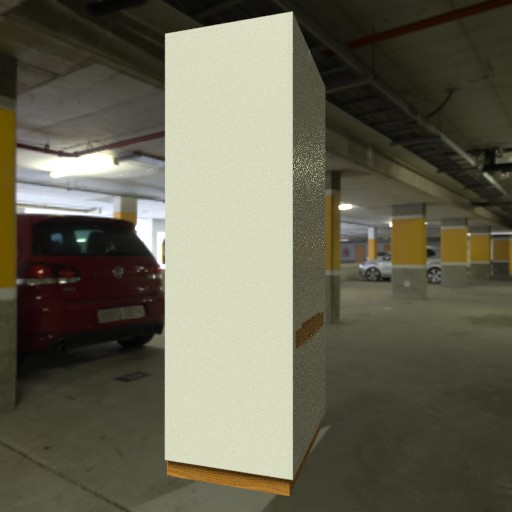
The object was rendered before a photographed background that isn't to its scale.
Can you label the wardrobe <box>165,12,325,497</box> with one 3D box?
[{"bbox_3d":[0.000,0.000,2.352,0.600,2.040,0.860,0,0,18],"label":"wardrobe"}]
